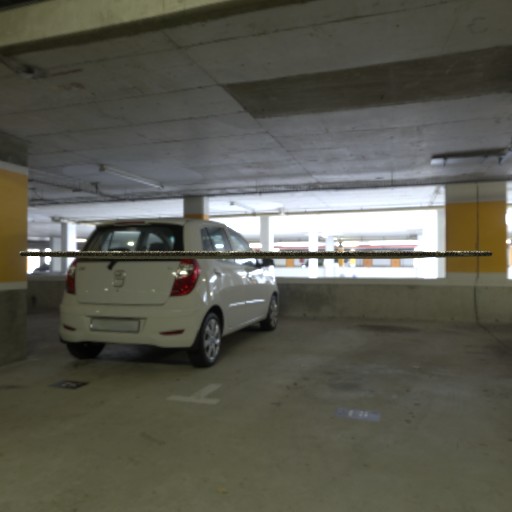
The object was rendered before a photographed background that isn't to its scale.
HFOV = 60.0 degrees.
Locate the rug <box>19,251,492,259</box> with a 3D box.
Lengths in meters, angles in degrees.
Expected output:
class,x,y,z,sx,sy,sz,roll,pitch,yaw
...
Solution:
class,x,y,z,sx,sy,sz,roll,pitch,yaw
rug,0.000,0.000,3.439,2.743,0.030,1.778,0,-1,0
